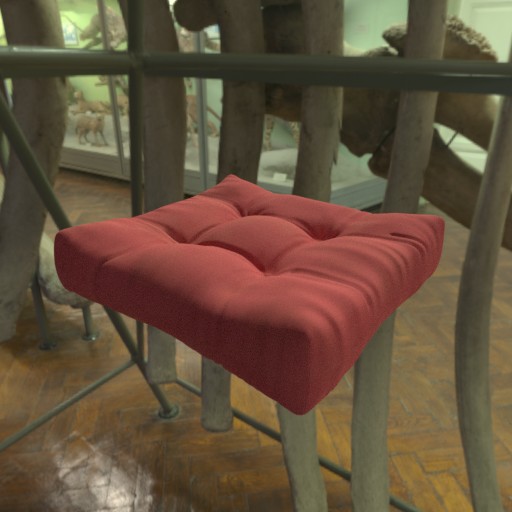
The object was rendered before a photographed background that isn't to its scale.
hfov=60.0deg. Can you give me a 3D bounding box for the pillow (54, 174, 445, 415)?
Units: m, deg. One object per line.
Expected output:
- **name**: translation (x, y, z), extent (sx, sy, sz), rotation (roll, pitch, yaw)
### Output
- **pillow**: translation (0.000, 0.000, 0.741), extent (0.490, 0.128, 0.468), rotation (17, 30, 33)
